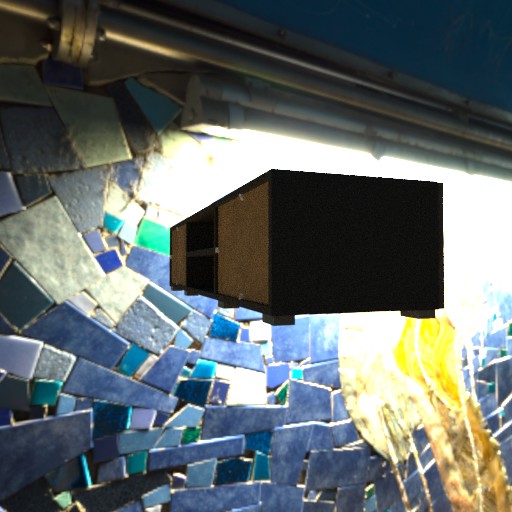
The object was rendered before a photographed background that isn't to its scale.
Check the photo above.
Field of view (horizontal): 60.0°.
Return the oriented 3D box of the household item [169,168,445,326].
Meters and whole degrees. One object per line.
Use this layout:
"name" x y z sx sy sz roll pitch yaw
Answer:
"household item" 0.000 0.000 1.594 0.420 0.310 1.400 0 -1 -19
